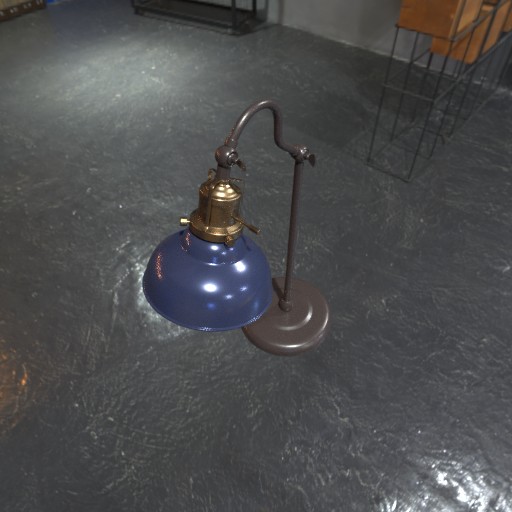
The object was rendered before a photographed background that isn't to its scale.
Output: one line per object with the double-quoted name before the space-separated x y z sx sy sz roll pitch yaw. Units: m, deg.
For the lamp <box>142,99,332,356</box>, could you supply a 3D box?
"lamp" 0.000 0.000 0.688 0.192 0.508 0.374 33 55 27
